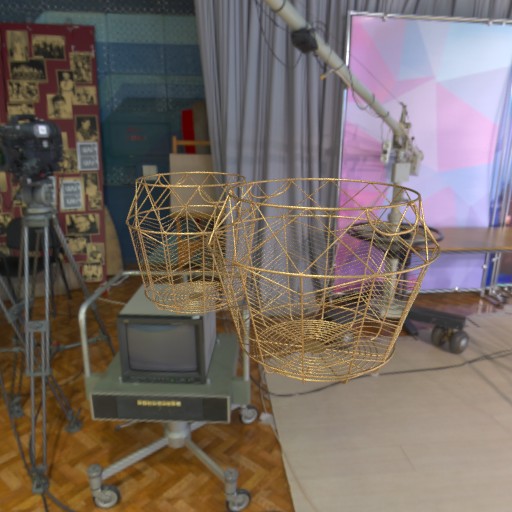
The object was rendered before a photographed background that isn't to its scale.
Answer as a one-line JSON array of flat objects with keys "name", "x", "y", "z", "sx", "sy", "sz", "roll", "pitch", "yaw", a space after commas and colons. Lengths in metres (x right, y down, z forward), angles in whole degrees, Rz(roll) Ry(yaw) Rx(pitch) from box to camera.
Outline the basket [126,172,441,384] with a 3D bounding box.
[{"name": "basket", "x": 0.000, "y": 0.000, "z": 1.025, "sx": 0.805, "sy": 0.343, "sz": 0.451, "roll": 16, "pitch": 23, "yaw": 42}]
